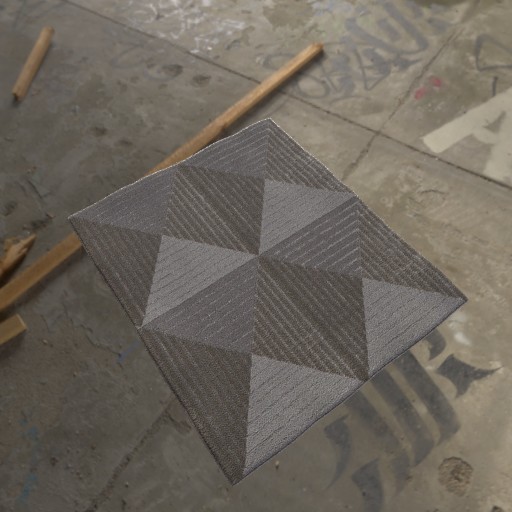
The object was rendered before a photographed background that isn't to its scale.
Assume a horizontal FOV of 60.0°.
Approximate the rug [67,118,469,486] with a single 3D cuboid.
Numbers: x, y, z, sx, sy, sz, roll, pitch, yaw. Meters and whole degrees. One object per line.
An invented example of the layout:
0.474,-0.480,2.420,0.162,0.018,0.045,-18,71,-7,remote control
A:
0.000,0.000,0.896,0.551,0.008,0.642,-31,62,-19,rug
